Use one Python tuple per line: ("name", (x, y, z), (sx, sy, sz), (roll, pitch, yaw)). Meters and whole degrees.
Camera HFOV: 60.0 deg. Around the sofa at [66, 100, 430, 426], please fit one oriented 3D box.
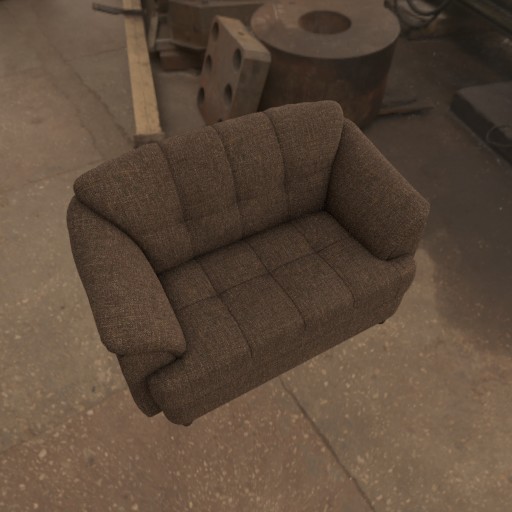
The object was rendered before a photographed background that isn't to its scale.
("sofa", (0.000, 0.000, 1.939), (1.404, 0.895, 0.799), (-22, 52, -19))
